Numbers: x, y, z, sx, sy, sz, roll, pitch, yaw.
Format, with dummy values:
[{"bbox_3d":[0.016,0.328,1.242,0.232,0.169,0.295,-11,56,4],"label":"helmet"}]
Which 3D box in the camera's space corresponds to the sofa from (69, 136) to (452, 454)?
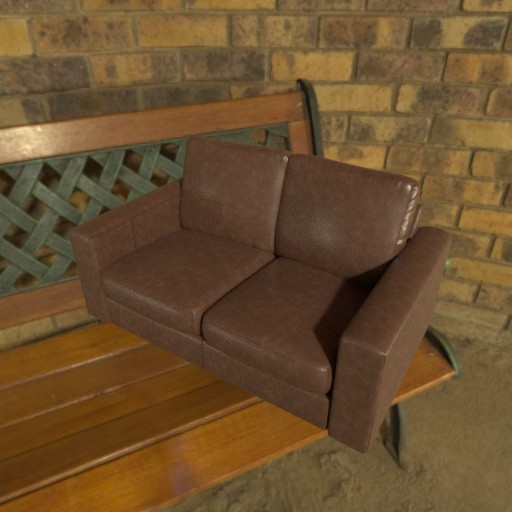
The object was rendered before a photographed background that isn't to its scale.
[{"bbox_3d":[0.000,0.000,2.205,1.616,0.873,1.016,18,36,28],"label":"sofa"}]
